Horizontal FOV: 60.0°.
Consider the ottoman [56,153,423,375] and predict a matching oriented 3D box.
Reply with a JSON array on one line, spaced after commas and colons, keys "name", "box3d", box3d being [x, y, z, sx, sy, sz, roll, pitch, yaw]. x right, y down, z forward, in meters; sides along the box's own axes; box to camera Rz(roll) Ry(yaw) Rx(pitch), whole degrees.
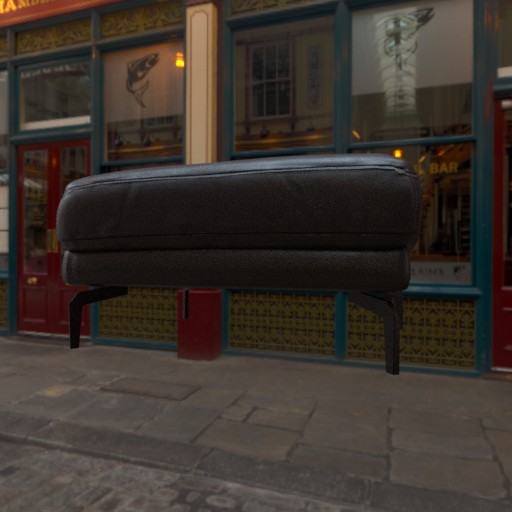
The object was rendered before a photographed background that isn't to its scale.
[{"name": "ottoman", "box3d": [0.000, 0.000, 1.090, 0.764, 0.402, 0.570, 0, 0, 19]}]
